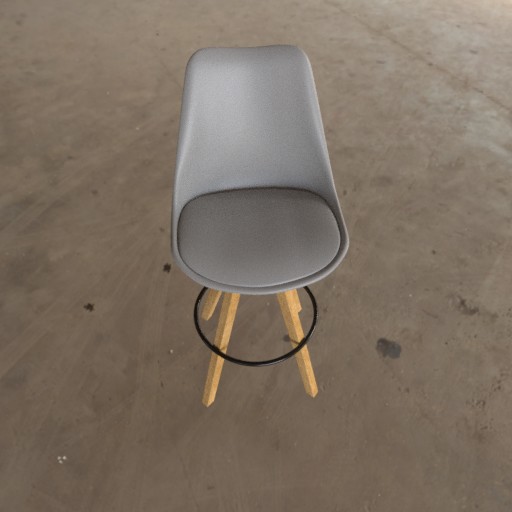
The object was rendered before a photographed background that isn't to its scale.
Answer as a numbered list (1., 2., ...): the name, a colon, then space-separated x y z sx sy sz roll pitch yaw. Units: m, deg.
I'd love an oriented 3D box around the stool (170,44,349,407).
1. stool: 0.000 0.000 1.426 0.485 1.115 0.550 -4 47 -4
